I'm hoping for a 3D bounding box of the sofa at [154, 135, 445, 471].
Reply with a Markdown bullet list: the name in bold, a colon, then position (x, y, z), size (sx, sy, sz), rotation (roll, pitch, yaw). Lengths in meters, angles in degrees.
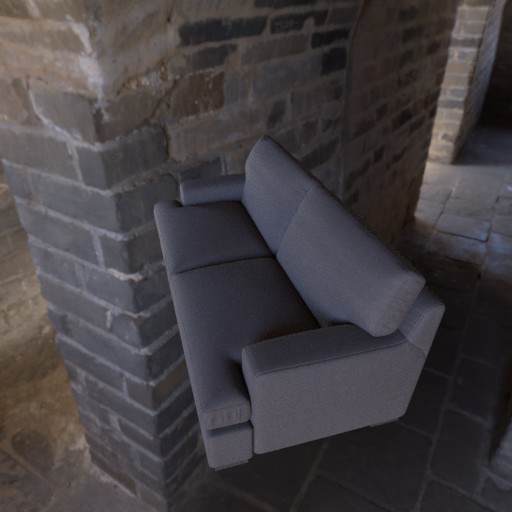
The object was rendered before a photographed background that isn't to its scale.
- **sofa**: position (0.000, 0.000, 2.874), size (1.140, 0.950, 2.271), rotation (-9, 33, -14)
